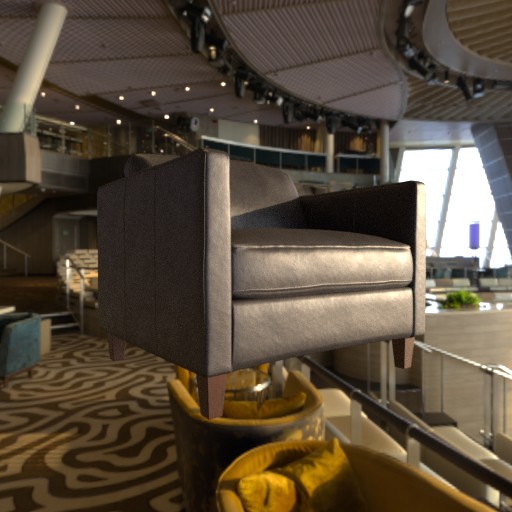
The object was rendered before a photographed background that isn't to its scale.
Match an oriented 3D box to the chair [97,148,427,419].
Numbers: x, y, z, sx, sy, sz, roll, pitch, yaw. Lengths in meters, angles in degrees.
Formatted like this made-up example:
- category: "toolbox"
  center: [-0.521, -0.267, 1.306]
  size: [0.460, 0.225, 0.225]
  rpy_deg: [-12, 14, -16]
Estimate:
- category: "chair"
  center: [0.000, 0.000, 1.660]
  size: [0.939, 0.811, 0.862]
  rpy_deg: [-1, 1, -36]
